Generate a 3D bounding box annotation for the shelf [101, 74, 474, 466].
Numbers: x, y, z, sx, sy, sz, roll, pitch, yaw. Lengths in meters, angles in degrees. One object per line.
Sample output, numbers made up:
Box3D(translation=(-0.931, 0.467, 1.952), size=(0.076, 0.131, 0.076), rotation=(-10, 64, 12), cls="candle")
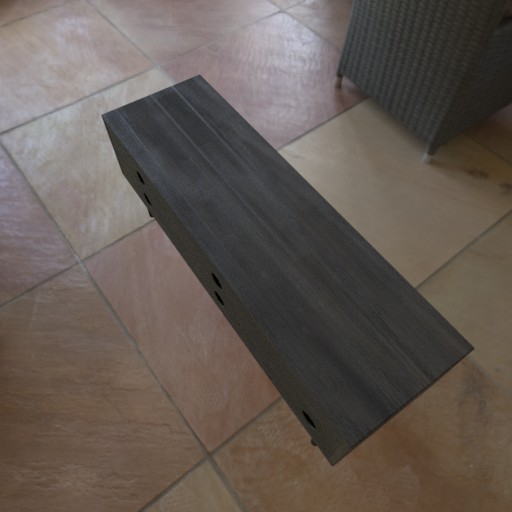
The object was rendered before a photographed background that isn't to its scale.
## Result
Box3D(translation=(0.000, 0.000, 1.508), size=(0.400, 0.495, 1.300), rotation=(-30, 62, -18), cls="shelf")
